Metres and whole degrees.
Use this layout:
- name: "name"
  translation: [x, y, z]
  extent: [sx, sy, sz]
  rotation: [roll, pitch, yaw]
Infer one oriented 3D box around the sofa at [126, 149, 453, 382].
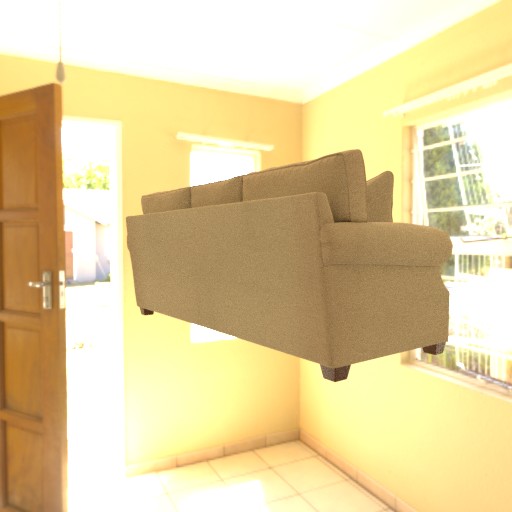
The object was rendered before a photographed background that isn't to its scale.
- name: "sofa"
  translation: [0.000, 0.000, 2.879]
  extent: [0.965, 0.975, 2.312]
  rotation: [-1, 2, -36]
